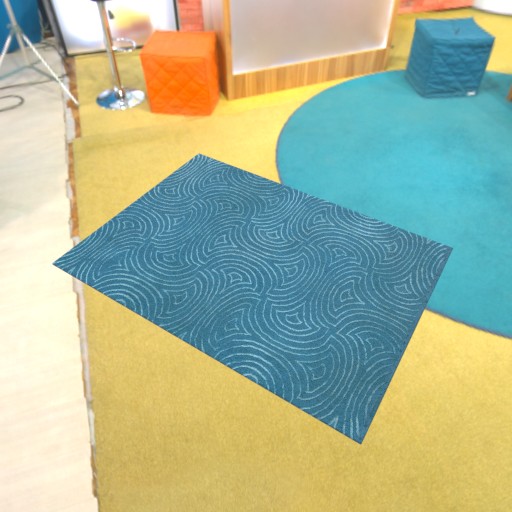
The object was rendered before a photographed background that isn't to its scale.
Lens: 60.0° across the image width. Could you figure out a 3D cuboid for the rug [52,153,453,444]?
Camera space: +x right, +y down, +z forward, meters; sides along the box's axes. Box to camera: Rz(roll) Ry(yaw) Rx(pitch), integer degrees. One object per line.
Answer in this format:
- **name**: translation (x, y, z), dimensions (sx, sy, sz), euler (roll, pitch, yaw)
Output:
- **rug**: translation (0.000, 0.000, 2.915), dimensions (2.144, 0.015, 1.543), euler (24, 50, 22)
